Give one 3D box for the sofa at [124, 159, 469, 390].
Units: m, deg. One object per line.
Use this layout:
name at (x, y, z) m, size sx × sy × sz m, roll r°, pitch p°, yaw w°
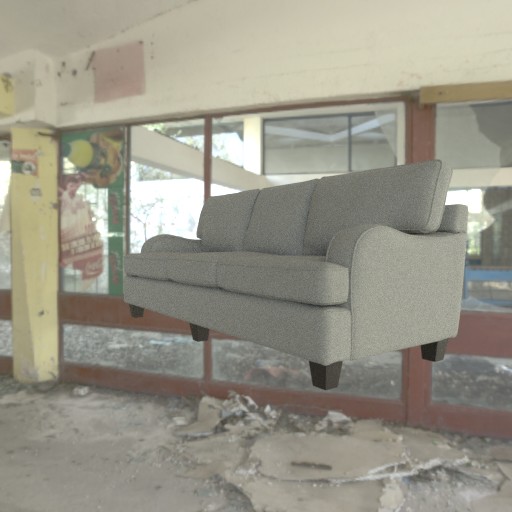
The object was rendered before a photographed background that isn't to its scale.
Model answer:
sofa at (0.000, 0.000, 2.869) m, size 1.016 × 0.997 × 2.323 m, roll -1°, pitch 2°, yaw -35°
